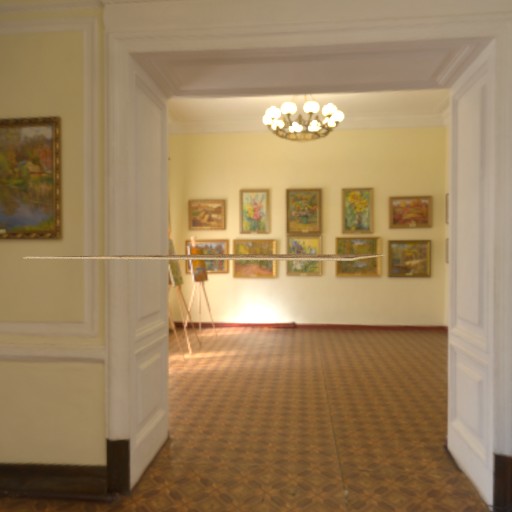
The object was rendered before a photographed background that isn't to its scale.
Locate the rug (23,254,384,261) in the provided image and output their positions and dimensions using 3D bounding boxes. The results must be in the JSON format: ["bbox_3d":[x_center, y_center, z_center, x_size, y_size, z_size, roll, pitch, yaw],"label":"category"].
[{"bbox_3d":[0.000,0.000,2.893,1.522,0.008,2.284,0,1,19],"label":"rug"}]
